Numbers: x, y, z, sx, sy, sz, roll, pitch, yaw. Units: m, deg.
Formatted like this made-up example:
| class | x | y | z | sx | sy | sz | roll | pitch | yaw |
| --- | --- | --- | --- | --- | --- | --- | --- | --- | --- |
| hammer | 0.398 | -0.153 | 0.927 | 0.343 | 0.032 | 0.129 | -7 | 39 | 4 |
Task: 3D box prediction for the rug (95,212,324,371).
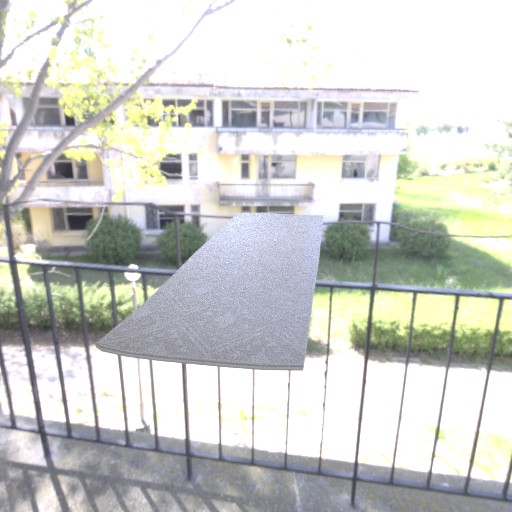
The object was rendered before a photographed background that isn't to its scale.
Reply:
| class | x | y | z | sx | sy | sz | roll | pitch | yaw |
| --- | --- | --- | --- | --- | --- | --- | --- | --- | --- |
| rug | 0.000 | 0.000 | 2.664 | 0.752 | 0.051 | 2.452 | 3 | 18 | 9 |
